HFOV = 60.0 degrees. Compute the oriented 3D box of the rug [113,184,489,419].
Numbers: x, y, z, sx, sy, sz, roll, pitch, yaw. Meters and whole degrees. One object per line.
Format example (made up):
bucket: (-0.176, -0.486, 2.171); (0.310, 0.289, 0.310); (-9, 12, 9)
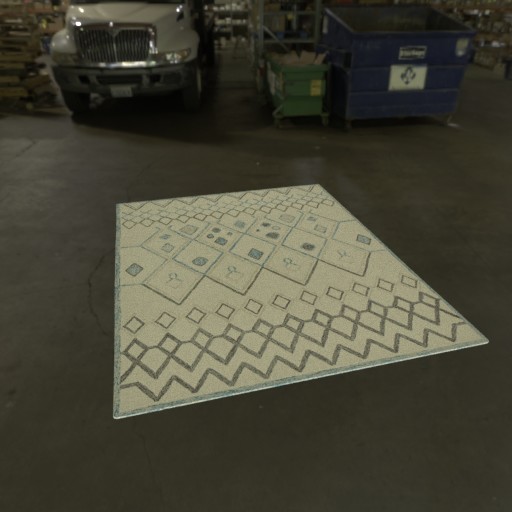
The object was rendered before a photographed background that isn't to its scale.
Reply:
rug: (0.000, 0.000, 3.983); (2.441, 0.013, 3.056); (-8, 31, -13)
